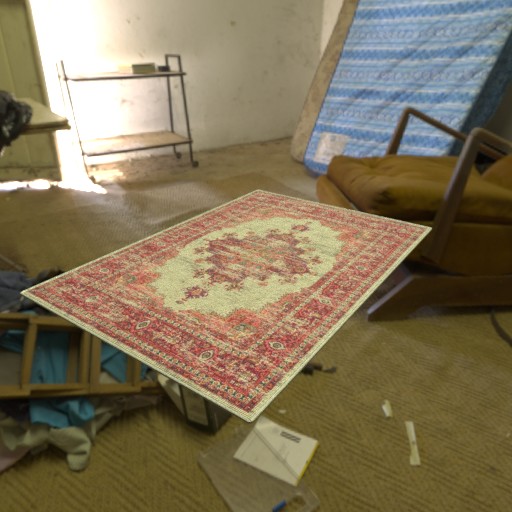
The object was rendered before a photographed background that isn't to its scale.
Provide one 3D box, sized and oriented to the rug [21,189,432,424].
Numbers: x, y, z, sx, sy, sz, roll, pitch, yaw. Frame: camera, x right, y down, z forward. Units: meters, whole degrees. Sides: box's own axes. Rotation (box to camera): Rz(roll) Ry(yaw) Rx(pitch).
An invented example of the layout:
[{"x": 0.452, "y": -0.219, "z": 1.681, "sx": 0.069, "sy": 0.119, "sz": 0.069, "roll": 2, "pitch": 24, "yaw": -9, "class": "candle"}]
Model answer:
[{"x": 0.000, "y": 0.000, "z": 2.199, "sx": 1.217, "sy": 0.011, "sz": 1.747, "roll": 18, "pitch": 31, "yaw": 31, "class": "rug"}]
